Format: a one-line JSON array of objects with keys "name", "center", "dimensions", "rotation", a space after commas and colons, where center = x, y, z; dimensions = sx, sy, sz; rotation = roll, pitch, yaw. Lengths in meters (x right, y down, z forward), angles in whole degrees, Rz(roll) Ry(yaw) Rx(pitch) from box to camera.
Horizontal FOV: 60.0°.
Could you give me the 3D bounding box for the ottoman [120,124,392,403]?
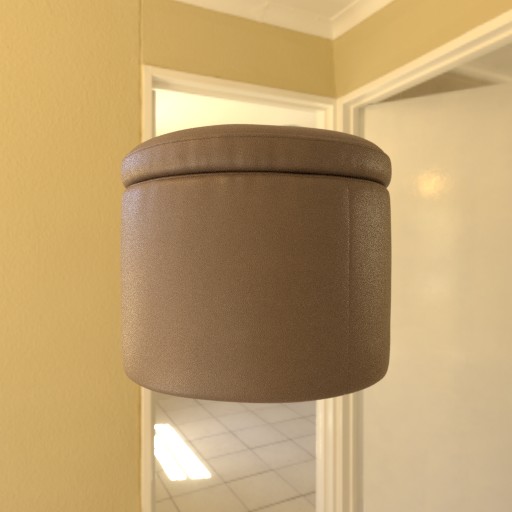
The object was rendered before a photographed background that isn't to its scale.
[{"name": "ottoman", "center": [0.000, 0.000, 0.854], "dimensions": [0.500, 0.409, 0.500], "rotation": [0, 1, 0]}]
